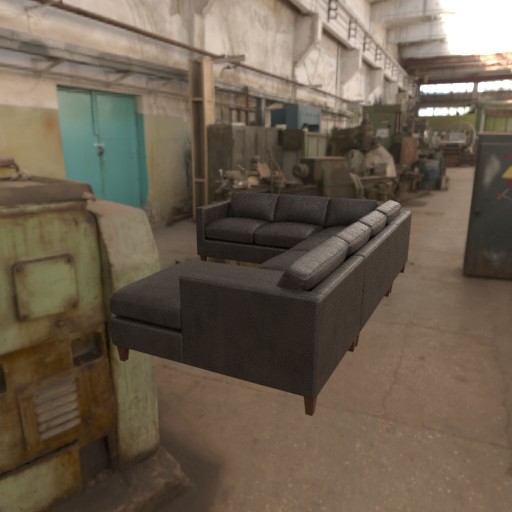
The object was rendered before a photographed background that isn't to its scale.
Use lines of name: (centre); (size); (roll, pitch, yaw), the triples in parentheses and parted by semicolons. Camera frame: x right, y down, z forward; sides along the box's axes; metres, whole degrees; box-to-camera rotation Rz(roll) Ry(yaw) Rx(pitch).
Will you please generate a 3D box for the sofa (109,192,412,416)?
sofa: (0.000, 0.000, 4.409); (2.452, 0.891, 3.324); (7, 17, 26)
